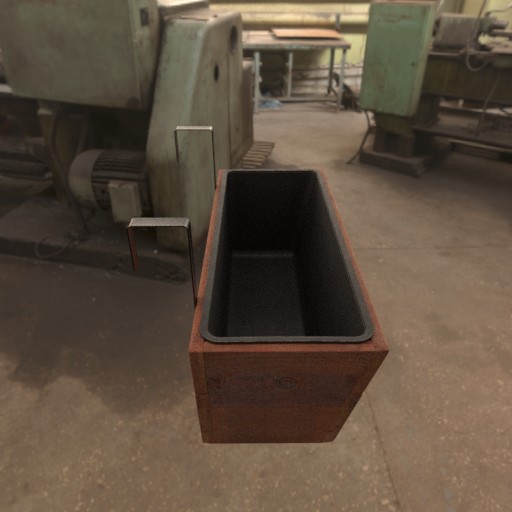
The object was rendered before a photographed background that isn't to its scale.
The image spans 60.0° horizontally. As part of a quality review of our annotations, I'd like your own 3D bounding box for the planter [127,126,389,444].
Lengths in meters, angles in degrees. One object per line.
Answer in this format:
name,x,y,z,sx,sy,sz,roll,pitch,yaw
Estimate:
planter,0.000,0.000,0.663,0.262,0.289,0.480,0,33,0
